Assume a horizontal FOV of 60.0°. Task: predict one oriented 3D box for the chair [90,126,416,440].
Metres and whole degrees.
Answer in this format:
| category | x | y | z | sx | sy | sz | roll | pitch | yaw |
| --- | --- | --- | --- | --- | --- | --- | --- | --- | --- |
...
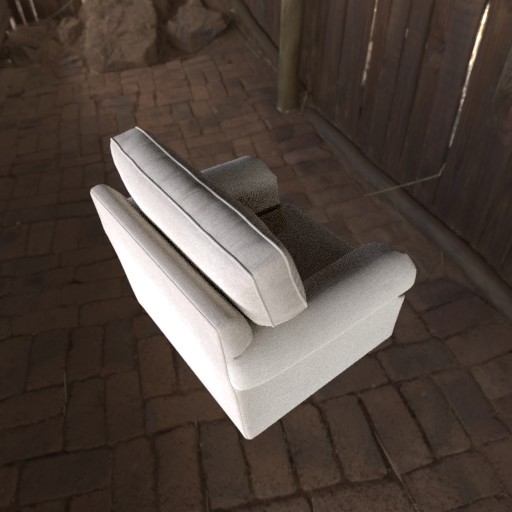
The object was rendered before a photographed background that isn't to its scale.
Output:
| category | x | y | z | sx | sy | sz | roll | pitch | yaw |
| --- | --- | --- | --- | --- | --- | --- | --- | --- | --- |
| chair | 0.000 | 0.000 | 1.887 | 0.965 | 0.961 | 1.092 | -27 | 48 | -28 |
